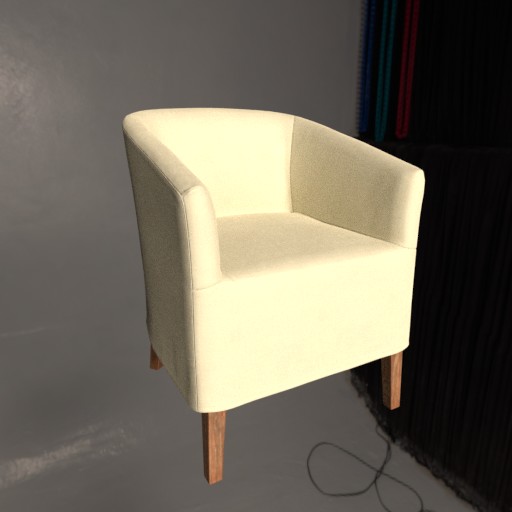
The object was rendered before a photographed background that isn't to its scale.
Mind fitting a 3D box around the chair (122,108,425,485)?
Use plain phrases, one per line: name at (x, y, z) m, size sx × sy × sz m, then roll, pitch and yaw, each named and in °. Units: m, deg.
chair at (0.000, 0.000, 1.276) m, size 0.643 × 0.822 × 0.657 m, roll -9°, pitch 19°, yaw -28°
